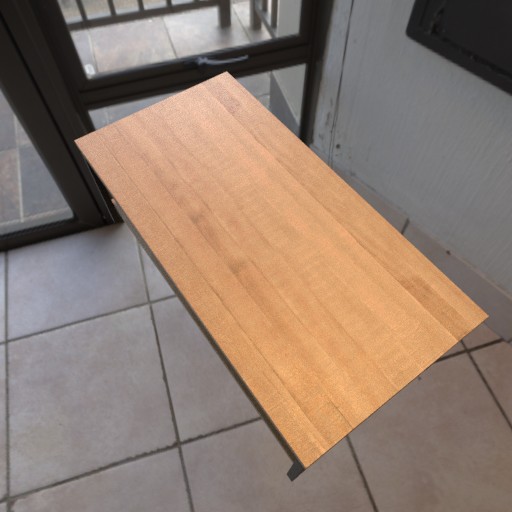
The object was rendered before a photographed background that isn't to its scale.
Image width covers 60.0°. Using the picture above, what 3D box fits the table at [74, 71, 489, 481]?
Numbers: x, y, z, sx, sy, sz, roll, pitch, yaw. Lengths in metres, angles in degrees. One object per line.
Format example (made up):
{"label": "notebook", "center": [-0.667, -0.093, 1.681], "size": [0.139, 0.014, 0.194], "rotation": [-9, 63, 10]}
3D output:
{"label": "table", "center": [0.000, 0.000, 1.353], "size": [0.551, 0.399, 1.100], "rotation": [-32, 64, -18]}
